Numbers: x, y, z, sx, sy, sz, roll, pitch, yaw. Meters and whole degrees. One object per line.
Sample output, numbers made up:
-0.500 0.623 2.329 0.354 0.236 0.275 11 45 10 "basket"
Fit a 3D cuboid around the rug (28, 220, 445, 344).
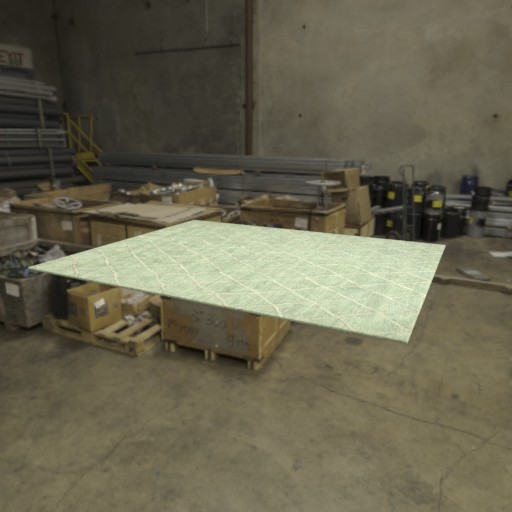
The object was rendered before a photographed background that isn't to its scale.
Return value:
0.000 0.000 4.070 3.039 0.019 2.420 8 17 26 "rug"
